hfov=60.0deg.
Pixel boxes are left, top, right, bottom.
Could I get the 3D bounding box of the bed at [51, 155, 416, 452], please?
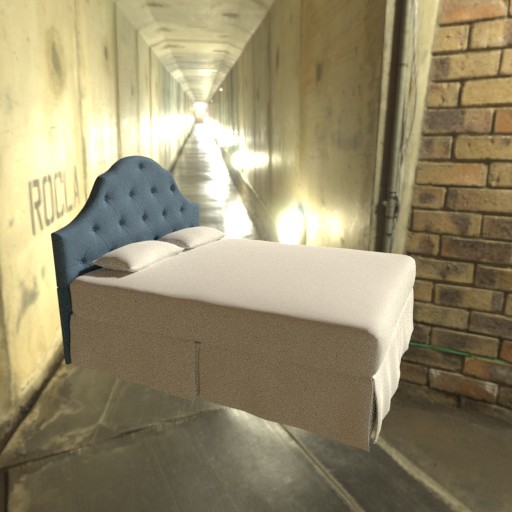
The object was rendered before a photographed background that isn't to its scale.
[{"bbox_3d":[0.000,0.000,3.717,2.477,1.617,2.039,7,16,24],"label":"bed"}]
